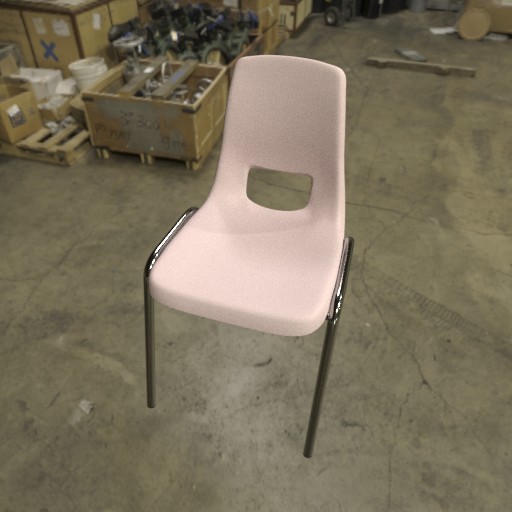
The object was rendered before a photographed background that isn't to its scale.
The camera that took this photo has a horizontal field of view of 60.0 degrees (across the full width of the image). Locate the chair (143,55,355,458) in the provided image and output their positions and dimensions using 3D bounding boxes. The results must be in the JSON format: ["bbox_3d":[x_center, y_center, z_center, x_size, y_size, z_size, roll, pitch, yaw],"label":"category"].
[{"bbox_3d":[0.000,0.000,0.898,0.381,0.653,0.436,12,42,14],"label":"chair"}]
